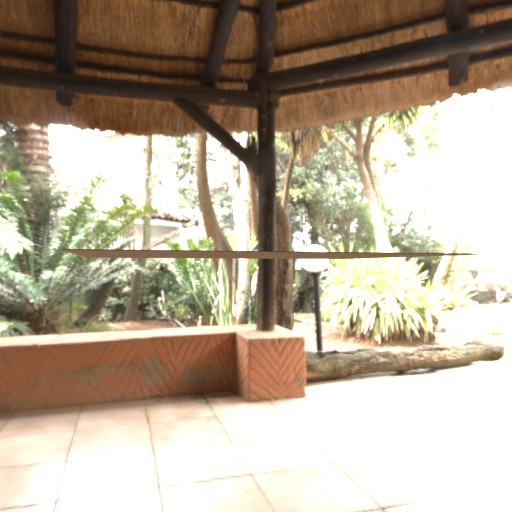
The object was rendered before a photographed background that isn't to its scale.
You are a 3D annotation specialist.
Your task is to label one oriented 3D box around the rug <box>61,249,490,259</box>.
[{"bbox_3d":[0.000,0.000,4.258,3.200,0.007,2.443,0,-1,-17],"label":"rug"}]
